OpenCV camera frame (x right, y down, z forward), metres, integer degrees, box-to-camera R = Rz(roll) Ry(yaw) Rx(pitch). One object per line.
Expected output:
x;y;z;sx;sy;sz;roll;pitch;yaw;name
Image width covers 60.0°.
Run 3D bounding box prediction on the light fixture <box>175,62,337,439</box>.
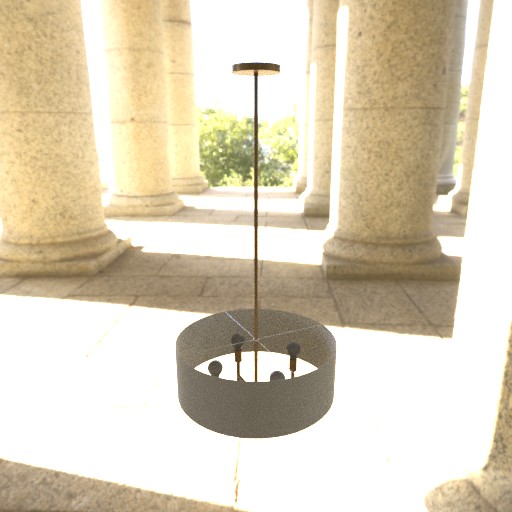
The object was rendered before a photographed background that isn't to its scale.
0.000;0.000;1.340;0.508;1.067;0.508;0;15;0;light fixture
